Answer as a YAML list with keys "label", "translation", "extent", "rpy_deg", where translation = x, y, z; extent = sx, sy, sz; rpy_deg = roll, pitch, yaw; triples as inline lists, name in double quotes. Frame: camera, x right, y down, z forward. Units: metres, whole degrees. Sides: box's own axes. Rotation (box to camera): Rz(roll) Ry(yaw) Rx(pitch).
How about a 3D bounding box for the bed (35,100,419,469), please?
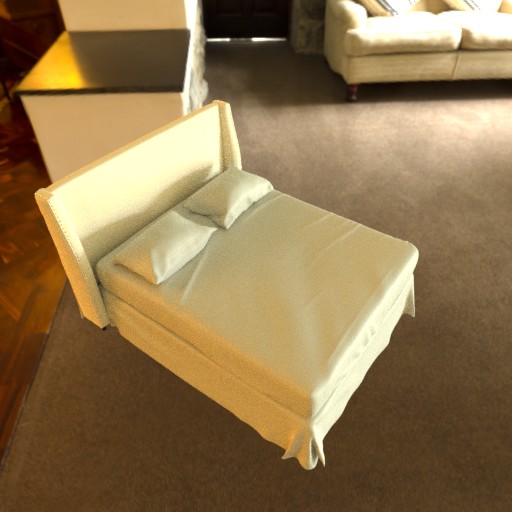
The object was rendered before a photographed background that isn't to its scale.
- label: "bed"
  translation: [0.000, 0.000, 3.422]
  extent: [2.276, 1.332, 1.925]
  rpy_deg: [26, 48, 26]
